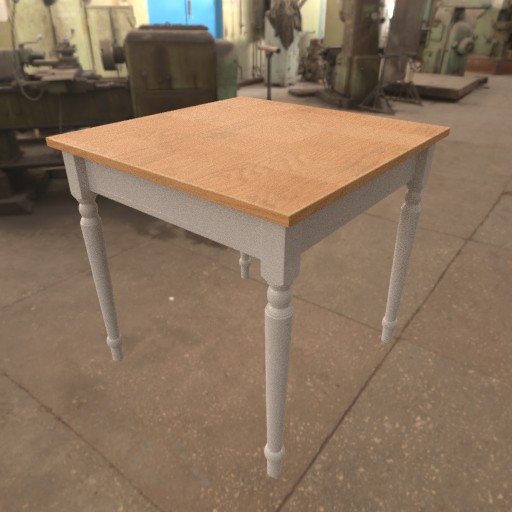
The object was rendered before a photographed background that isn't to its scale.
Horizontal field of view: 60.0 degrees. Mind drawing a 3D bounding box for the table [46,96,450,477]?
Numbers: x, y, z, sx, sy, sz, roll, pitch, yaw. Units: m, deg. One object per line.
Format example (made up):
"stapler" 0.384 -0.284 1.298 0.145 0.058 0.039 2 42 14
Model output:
"table" 0.000 0.000 1.332 0.747 0.738 0.747 22 36 33
